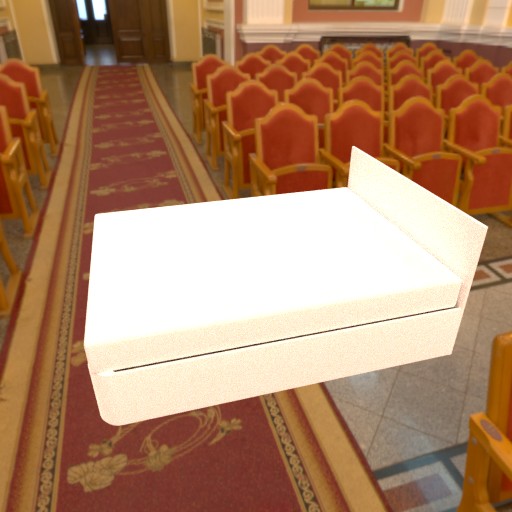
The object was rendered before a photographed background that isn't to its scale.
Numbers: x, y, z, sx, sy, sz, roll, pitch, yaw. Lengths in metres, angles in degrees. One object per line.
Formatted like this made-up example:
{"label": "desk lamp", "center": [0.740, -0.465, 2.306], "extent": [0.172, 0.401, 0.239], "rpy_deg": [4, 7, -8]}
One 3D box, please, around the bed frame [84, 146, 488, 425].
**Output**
{"label": "bed frame", "center": [0.000, 0.000, 2.669], "extent": [1.900, 0.800, 1.400], "rpy_deg": [-8, 31, -13]}
